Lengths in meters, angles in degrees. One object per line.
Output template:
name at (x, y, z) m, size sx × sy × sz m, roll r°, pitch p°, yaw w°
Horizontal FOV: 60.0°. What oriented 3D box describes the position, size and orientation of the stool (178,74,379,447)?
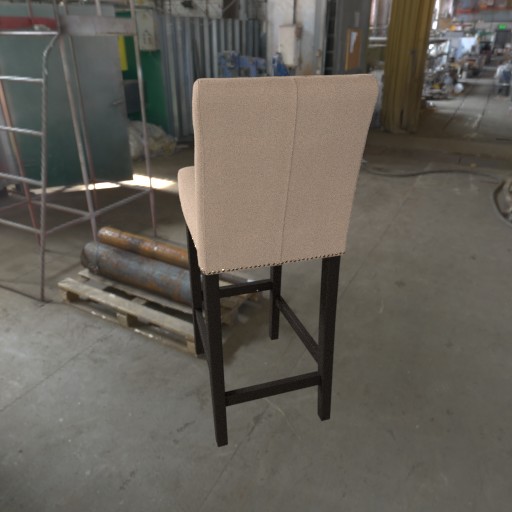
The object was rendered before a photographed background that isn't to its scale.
stool at (0.000, 0.000, 1.342) m, size 0.411 × 1.047 × 0.548 m, roll -8°, pitch 28°, yaw -16°
